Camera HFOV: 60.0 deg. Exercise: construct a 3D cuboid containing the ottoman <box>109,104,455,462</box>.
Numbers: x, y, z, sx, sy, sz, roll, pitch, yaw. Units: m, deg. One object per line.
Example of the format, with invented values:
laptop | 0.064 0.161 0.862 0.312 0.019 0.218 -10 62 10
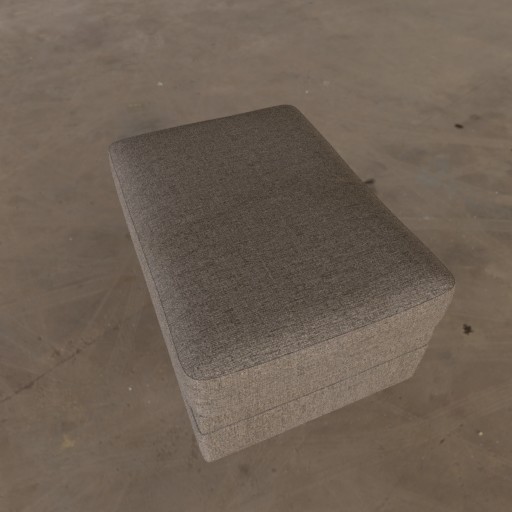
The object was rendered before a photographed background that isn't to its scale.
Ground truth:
ottoman | 0.000 0.000 1.277 0.637 0.478 0.885 -17 49 -15
